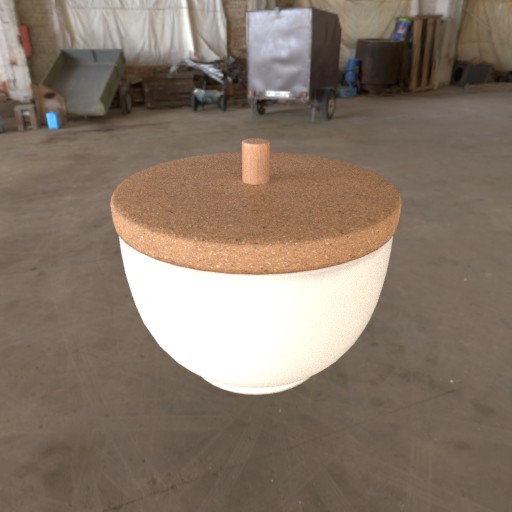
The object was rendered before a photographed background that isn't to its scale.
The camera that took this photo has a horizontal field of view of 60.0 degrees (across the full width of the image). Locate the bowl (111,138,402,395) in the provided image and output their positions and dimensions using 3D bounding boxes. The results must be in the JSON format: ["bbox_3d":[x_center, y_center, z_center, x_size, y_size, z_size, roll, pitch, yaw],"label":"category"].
[{"bbox_3d":[0.000,0.000,0.215,0.126,0.110,0.126,0,27,0],"label":"bowl"}]
